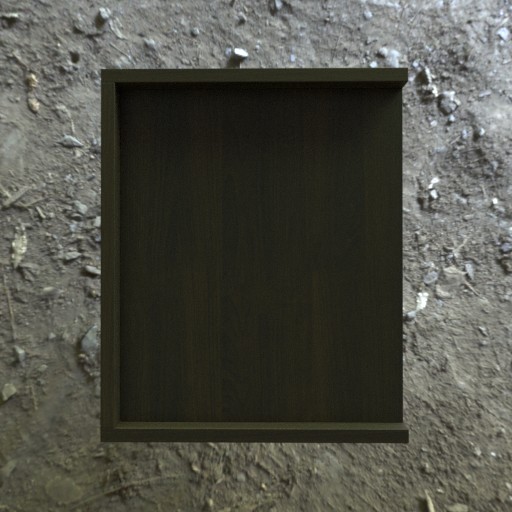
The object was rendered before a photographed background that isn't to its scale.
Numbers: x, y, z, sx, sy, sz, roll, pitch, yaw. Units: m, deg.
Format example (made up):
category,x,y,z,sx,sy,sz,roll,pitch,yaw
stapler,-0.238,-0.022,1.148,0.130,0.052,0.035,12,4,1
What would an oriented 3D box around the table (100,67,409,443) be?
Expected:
category,x,y,z,sx,sy,sz,roll,pitch,yaw
table,0.000,0.000,0.767,0.370,0.470,0.450,0,90,1
